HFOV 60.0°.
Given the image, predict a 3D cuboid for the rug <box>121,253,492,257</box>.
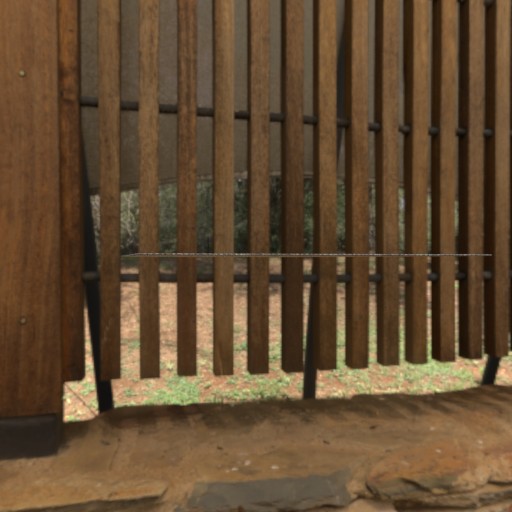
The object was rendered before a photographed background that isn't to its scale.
[{"bbox_3d":[0.000,0.000,5.135,2.894,0.011,3.957,0,0,-18],"label":"rug"}]
